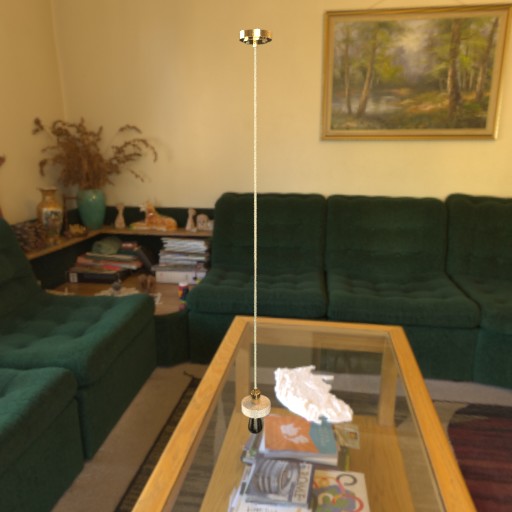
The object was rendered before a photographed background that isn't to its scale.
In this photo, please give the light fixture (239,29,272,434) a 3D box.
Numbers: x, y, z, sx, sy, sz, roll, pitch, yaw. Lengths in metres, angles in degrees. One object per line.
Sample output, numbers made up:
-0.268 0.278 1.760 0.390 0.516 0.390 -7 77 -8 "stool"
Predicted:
0.000 0.000 1.817 0.129 1.669 0.129 -2 14 -8 "light fixture"
